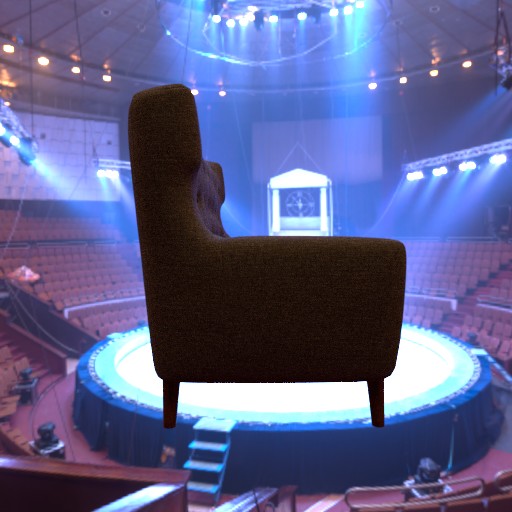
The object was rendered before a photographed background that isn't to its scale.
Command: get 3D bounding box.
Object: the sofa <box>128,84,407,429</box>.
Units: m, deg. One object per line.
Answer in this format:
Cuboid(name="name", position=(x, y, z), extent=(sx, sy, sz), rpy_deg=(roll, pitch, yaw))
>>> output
Cuboid(name="sofa", position=(0.000, 0.000, 1.920), extent=(0.874, 1.028, 1.358), rpy_deg=(0, 2, -1))
